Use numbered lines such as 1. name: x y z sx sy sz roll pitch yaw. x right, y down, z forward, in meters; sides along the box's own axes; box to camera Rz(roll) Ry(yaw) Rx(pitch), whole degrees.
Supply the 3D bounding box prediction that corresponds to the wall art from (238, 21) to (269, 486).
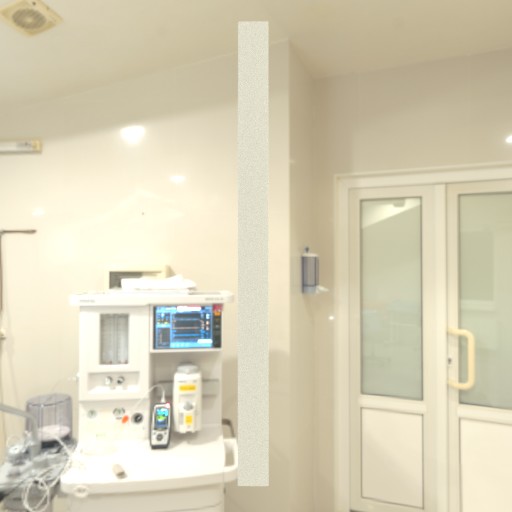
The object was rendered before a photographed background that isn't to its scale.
1. wall art: 0.000 0.000 0.446 0.020 0.307 0.307 0 -1 1
